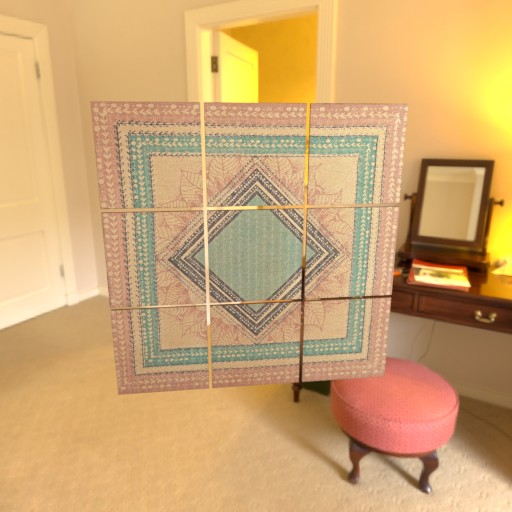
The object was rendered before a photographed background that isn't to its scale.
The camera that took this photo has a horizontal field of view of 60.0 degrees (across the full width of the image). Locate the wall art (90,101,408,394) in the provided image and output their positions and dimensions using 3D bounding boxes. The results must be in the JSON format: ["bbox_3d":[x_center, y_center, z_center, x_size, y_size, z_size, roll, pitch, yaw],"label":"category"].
[{"bbox_3d":[0.000,0.000,1.853,1.215,1.213,0.013,-2,16,-7],"label":"wall art"}]
